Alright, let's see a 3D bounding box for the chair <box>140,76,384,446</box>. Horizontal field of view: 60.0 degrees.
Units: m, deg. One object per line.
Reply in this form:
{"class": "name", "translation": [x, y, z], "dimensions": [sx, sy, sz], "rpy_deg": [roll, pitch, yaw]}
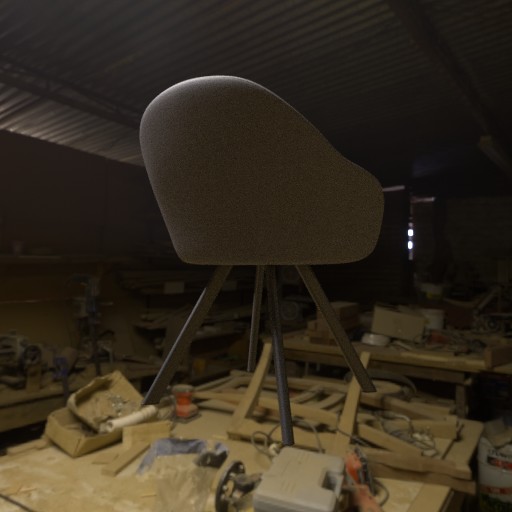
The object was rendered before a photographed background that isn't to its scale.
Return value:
{"class": "chair", "translation": [0.000, 0.000, 1.198], "dimensions": [0.540, 0.780, 0.570], "rpy_deg": [-1, -1, 36]}
